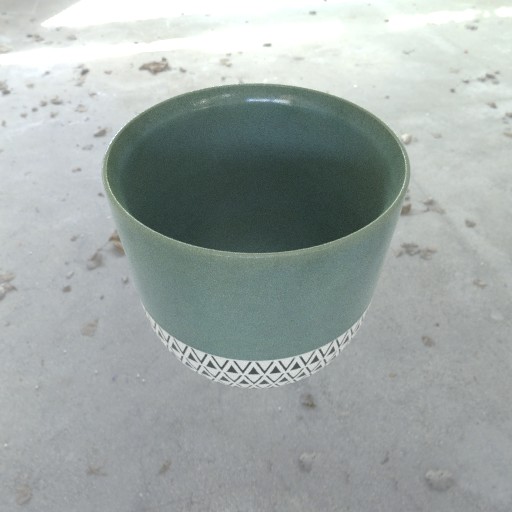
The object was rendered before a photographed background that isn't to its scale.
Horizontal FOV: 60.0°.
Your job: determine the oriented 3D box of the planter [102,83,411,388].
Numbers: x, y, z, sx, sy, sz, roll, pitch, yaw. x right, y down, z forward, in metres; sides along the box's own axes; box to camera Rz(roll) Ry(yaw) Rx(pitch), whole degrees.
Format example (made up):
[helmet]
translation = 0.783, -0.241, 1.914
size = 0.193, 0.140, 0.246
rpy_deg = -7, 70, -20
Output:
[planter]
translation = 0.000, 0.000, 0.487
size = 0.266, 0.270, 0.266
rpy_deg = 0, 46, 0
